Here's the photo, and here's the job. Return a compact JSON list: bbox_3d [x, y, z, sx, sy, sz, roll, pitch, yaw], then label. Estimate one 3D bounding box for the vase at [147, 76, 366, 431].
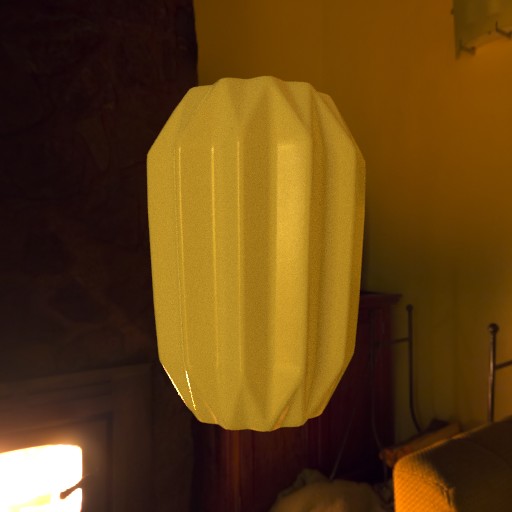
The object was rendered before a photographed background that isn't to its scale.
[{"bbox_3d":[0.000,0.000,0.402,0.195,0.275,0.195,0,0,0],"label":"vase"}]
